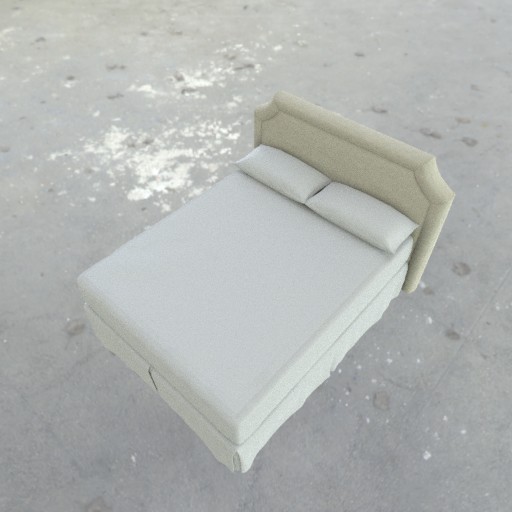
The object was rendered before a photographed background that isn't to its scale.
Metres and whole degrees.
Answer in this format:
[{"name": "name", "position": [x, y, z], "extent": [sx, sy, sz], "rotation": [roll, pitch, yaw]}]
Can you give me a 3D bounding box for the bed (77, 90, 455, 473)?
[{"name": "bed", "position": [0.000, 0.000, 3.260], "extent": [1.828, 1.297, 2.164], "rotation": [34, 56, 27]}]
